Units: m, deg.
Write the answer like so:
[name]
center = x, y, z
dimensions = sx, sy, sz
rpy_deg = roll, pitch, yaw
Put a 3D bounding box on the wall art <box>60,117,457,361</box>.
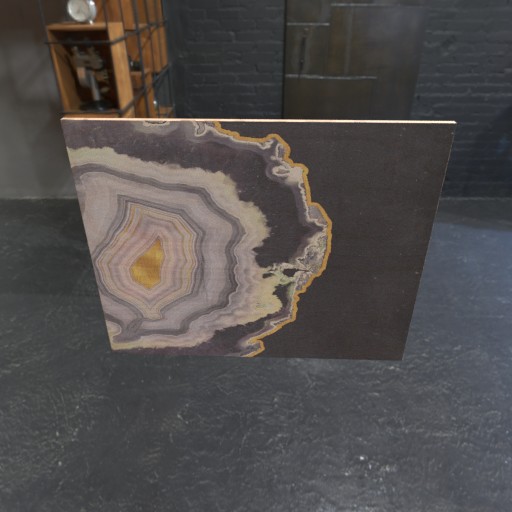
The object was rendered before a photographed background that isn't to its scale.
[wall art]
center = 0.000, 0.000, 0.676
dimensions = 0.508, 0.408, 0.010
rpy_deg = 1, 31, 2
